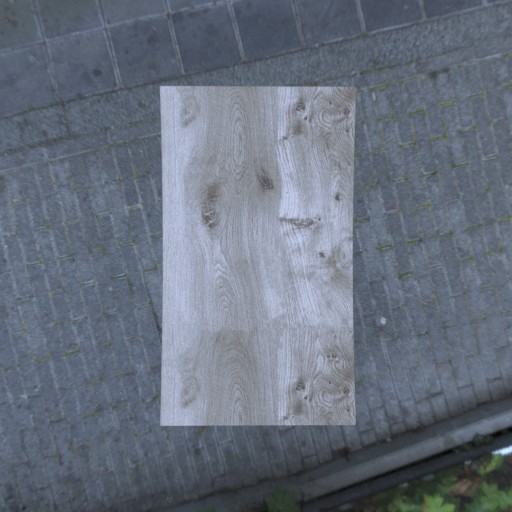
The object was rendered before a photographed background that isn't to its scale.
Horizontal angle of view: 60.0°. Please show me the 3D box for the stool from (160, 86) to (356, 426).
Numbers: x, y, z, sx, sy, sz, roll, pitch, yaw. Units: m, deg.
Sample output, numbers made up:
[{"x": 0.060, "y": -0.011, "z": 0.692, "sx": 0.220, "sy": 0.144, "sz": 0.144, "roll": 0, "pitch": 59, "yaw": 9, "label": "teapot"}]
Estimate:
[{"x": 0.000, "y": 0.000, "z": 0.890, "sx": 0.330, "sy": 0.635, "sz": 0.450, "roll": 0, "pitch": 90, "yaw": -1, "label": "stool"}]
